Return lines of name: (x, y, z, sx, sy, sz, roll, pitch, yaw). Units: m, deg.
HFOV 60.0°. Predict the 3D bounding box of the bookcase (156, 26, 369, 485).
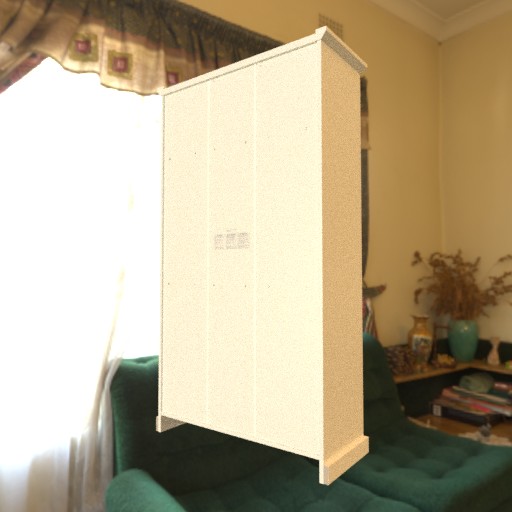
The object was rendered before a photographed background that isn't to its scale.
bookcase: (0.000, 0.000, 2.291, 1.050, 1.880, 0.432, -2, -3, 37)
